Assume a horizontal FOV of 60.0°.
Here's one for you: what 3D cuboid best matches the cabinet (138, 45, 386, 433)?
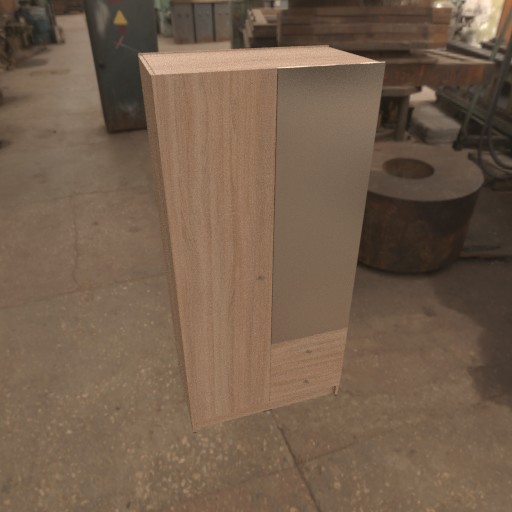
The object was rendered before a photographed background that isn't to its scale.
[{"bbox_3d":[0.000,0.000,2.570,1.001,2.121,0.590,-10,33,-15],"label":"cabinet"}]
